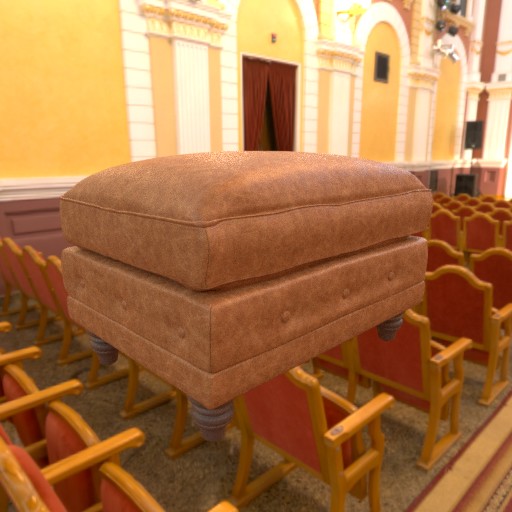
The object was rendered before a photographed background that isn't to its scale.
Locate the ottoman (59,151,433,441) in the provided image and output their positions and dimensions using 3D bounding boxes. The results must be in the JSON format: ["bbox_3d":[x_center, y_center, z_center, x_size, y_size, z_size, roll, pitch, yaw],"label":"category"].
[{"bbox_3d":[0.000,0.000,1.041,0.710,0.480,0.533,-13,19,-43],"label":"ottoman"}]
